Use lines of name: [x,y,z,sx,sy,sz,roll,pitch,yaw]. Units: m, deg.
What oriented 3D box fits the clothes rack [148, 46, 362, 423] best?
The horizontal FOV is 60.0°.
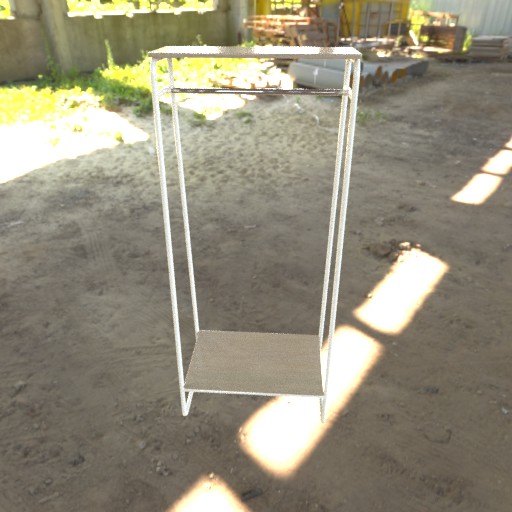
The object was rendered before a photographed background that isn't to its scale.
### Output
clothes rack: [0.000,0.000,1.786,0.640,1.512,0.400,2,30,3]
